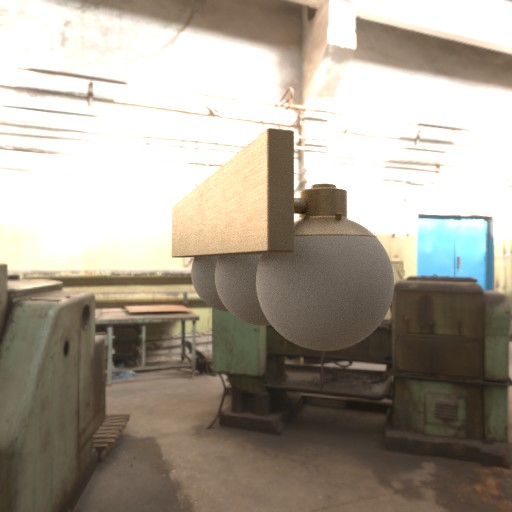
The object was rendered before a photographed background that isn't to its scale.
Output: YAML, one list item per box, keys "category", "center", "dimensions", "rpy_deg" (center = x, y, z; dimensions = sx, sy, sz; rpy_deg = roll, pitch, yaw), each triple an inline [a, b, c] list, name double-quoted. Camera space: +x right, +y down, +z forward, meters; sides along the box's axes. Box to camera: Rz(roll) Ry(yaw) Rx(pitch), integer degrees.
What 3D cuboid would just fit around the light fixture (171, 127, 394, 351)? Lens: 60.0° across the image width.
- category: "light fixture"
  center: [0.000, 0.000, 0.840]
  dimensions: [0.218, 0.263, 0.721]
  rpy_deg: [0, -1, -19]
